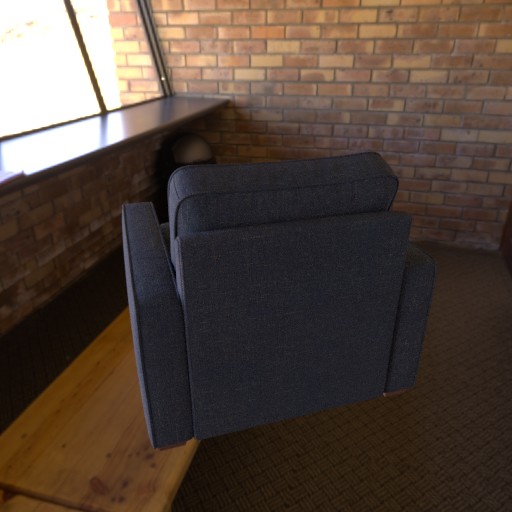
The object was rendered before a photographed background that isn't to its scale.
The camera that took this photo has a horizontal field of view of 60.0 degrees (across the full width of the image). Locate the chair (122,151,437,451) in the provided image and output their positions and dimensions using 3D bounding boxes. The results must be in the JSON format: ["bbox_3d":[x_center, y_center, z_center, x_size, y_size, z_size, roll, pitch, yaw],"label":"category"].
[{"bbox_3d":[0.000,0.000,1.779,1.017,0.919,0.940,-8,27,-15],"label":"chair"}]
